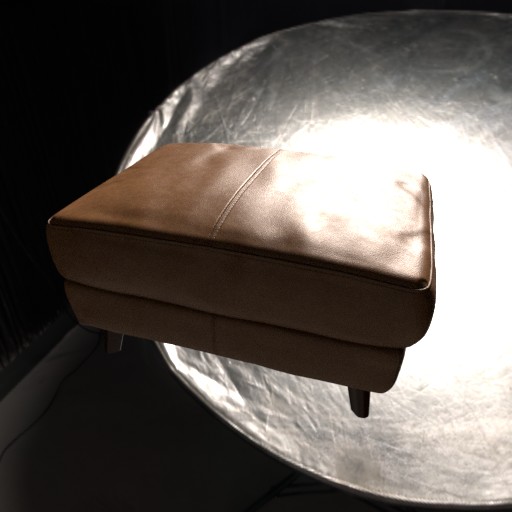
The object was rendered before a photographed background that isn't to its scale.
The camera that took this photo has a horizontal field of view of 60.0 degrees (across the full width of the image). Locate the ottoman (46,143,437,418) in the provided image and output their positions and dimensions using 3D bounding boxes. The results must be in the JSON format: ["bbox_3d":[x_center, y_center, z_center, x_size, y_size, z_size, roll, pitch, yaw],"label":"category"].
[{"bbox_3d":[0.000,0.000,1.203,0.869,0.461,0.630,10,33,15],"label":"ottoman"}]
